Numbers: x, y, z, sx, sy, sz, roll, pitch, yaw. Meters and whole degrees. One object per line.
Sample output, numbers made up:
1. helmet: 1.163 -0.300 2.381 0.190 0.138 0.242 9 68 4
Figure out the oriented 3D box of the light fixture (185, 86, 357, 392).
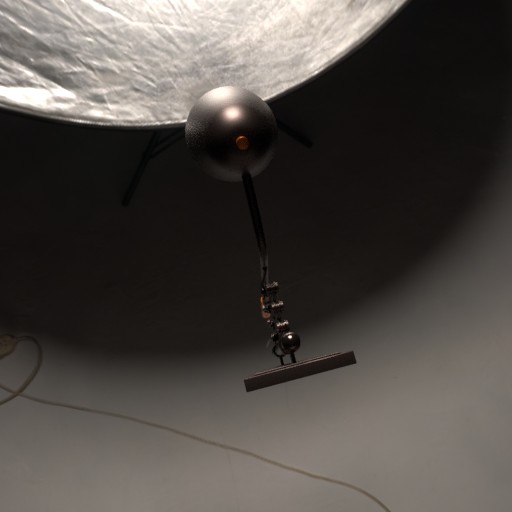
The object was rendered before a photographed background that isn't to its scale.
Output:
1. light fixture: 0.000 0.000 0.935 0.162 0.715 0.499 -14 76 -3
